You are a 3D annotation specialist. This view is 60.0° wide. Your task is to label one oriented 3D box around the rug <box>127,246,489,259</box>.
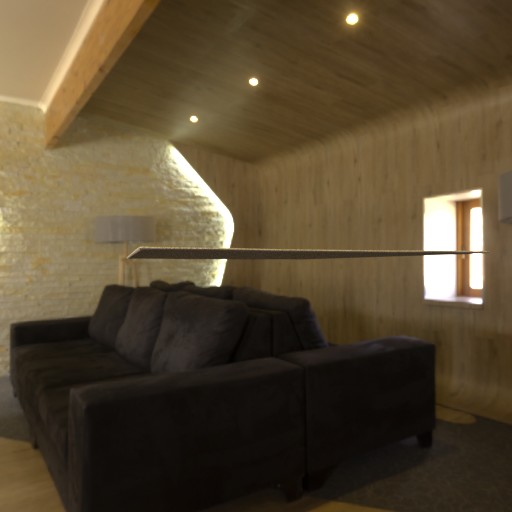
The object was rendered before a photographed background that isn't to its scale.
[{"bbox_3d":[0.000,0.000,5.088,2.782,0.025,3.935,0,-1,-17],"label":"rug"}]
